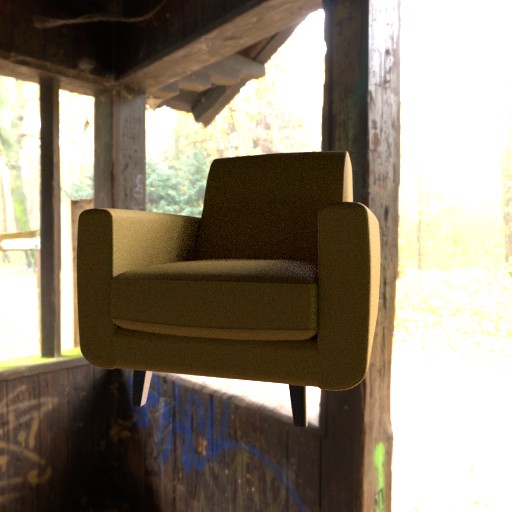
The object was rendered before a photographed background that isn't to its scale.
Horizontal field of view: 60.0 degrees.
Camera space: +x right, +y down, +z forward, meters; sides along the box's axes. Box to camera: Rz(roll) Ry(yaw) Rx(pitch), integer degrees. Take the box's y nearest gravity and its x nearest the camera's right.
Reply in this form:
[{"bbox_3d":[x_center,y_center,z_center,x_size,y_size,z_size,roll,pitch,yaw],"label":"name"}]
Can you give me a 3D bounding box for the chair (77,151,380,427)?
[{"bbox_3d":[0.000,0.000,1.565,0.831,0.841,0.909,1,2,17],"label":"chair"}]
